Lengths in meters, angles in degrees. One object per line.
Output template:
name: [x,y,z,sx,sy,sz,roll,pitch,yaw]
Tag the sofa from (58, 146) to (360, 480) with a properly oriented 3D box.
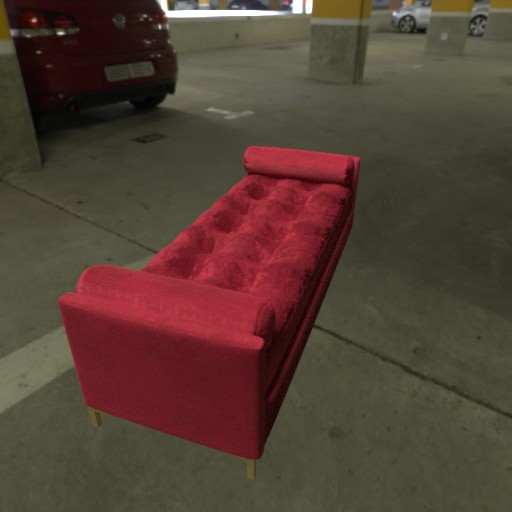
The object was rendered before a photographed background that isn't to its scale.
sofa: [0.000,0.000,2.452,0.796,0.705,2.102,10,31,17]
